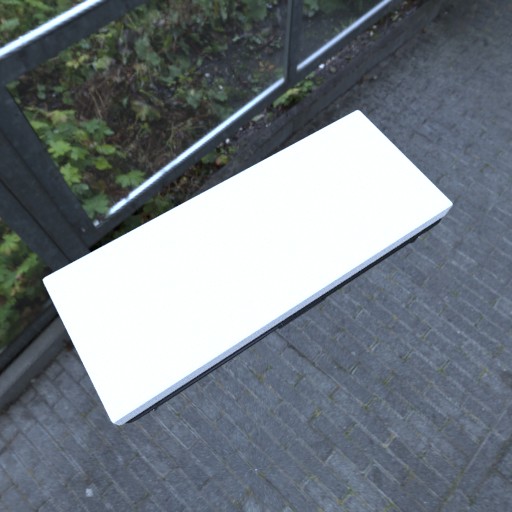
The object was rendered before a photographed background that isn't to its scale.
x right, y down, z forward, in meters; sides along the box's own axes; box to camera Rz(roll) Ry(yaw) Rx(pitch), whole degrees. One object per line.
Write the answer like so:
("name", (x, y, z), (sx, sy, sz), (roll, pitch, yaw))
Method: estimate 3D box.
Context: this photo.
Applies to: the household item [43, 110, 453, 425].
("household item", (0.000, 0.000, 2.260), (1.905, 0.356, 0.787), (-31, 68, -14))
